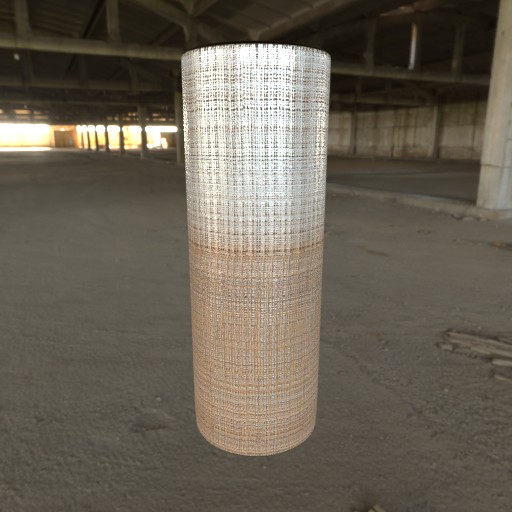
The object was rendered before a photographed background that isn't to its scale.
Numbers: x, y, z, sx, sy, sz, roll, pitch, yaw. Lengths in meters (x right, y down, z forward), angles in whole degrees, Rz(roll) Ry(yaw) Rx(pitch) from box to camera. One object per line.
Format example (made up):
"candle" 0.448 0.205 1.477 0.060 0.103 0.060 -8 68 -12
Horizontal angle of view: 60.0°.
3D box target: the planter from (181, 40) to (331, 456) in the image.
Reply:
"planter" 0.000 0.000 0.332 0.099 0.278 0.099 -7 16 -25
